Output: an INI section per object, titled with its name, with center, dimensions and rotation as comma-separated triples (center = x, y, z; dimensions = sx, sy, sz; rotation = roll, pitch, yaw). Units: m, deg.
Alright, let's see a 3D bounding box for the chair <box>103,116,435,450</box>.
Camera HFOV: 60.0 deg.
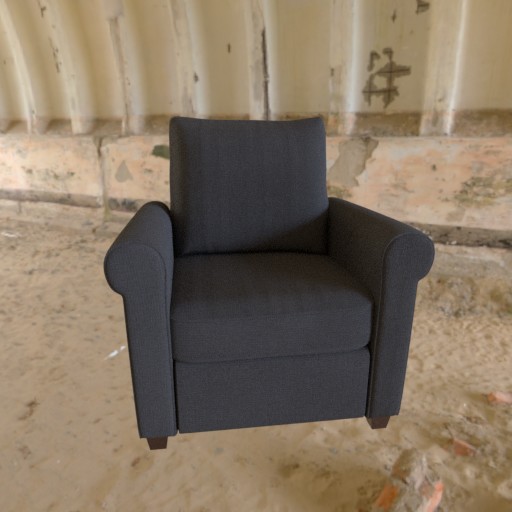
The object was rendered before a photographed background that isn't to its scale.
[chair]
center = 0.000, 0.000, 1.555
dimensions = 0.867, 0.942, 0.828
rotation = -2, 17, -8
